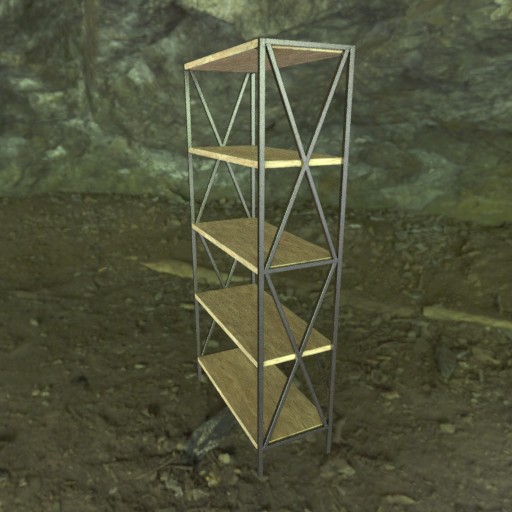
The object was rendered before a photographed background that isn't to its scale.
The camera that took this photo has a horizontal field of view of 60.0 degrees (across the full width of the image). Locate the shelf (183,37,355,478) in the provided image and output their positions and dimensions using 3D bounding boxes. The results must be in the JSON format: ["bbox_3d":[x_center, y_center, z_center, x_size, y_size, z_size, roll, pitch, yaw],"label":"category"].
[{"bbox_3d":[0.000,0.000,2.181,0.386,1.803,0.874,-8,19,-24],"label":"shelf"}]
